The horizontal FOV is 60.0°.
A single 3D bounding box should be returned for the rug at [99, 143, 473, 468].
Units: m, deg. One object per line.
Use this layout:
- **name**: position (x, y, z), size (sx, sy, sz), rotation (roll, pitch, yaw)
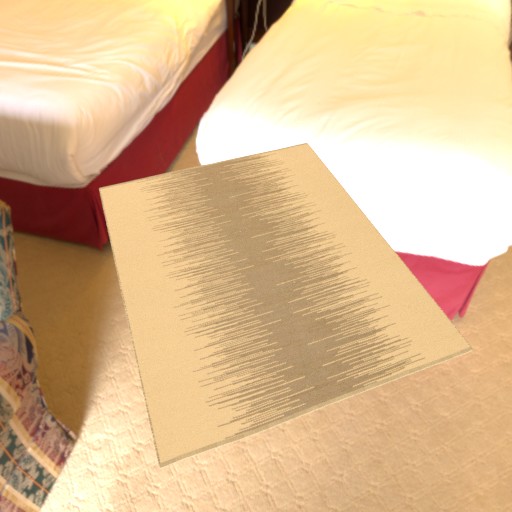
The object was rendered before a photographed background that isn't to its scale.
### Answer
- **rug**: position (0.000, 0.000, 4.077), size (2.453, 0.010, 3.037), rotation (-15, 49, -14)
